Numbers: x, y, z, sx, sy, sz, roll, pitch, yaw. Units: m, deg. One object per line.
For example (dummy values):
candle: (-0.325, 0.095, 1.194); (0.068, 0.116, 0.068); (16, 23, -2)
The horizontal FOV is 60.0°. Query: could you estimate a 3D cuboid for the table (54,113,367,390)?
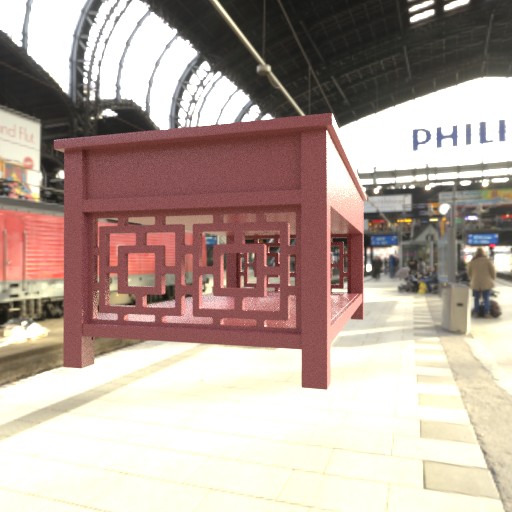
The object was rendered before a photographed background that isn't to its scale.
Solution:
table: (0.000, 0.000, 1.380); (0.612, 0.493, 1.068); (0, -1, 17)
